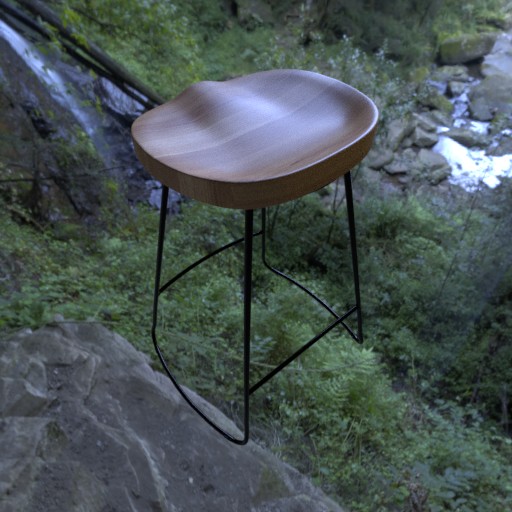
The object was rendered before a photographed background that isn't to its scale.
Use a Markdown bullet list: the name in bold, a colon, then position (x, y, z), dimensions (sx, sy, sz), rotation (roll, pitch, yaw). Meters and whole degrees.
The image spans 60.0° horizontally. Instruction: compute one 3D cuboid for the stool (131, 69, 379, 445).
- **stool**: position (0.000, 0.000, 0.962), dimensions (0.480, 0.679, 0.401), rotation (-32, 53, -27)
